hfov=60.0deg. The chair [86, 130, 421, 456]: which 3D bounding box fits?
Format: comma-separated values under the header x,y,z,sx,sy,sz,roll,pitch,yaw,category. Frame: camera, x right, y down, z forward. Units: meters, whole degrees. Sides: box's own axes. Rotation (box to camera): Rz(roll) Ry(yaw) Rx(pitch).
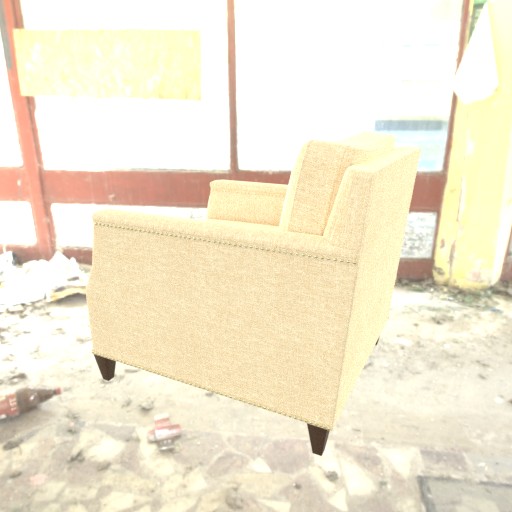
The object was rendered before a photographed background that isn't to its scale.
x,y,z,sx,sy,sz,roll,pitch,yaw,category
0.000,0.000,1.743,1.041,0.940,0.838,9,20,26,chair
